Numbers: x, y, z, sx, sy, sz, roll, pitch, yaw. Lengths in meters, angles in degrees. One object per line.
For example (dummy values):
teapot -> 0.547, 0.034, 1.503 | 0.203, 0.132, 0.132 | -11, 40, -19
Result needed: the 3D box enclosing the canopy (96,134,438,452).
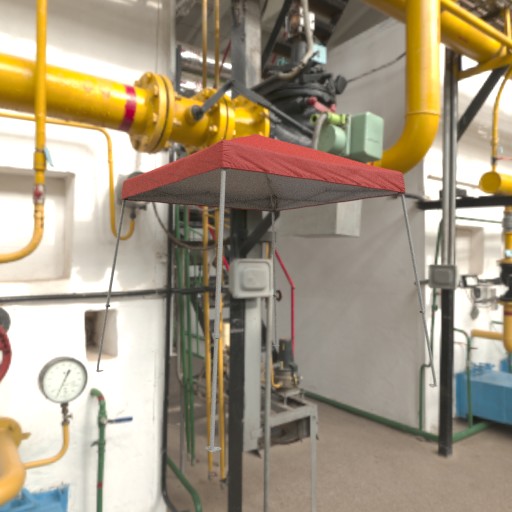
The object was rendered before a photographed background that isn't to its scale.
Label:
canopy -> 0.000, 0.000, 6.544 | 3.599, 3.600, 3.600 | 0, 0, -36
